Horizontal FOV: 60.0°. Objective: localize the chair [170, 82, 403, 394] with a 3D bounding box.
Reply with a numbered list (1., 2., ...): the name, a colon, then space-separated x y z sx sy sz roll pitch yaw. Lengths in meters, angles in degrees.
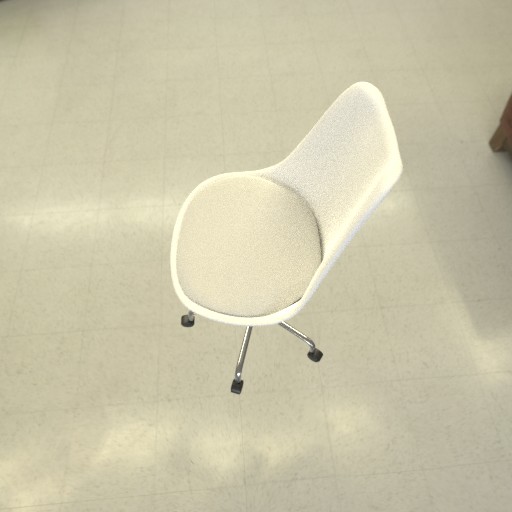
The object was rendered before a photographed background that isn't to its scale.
1. chair: 0.000 0.000 1.254 0.550 0.930 0.550 -2 59 -1
